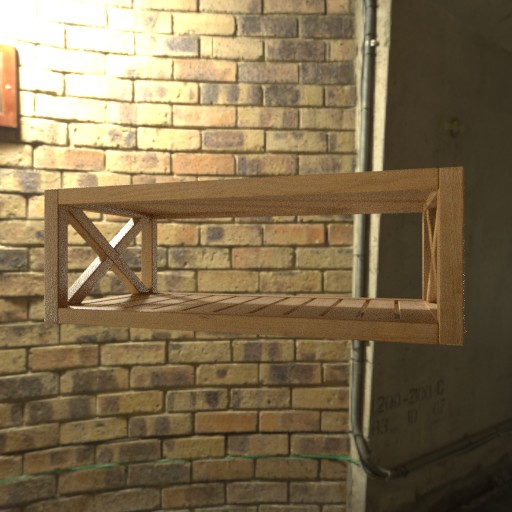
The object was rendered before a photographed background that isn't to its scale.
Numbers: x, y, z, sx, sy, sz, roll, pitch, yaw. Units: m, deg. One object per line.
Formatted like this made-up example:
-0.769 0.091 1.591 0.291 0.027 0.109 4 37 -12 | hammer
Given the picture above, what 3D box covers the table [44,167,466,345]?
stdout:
0.000 0.000 1.632 1.321 0.457 0.660 0 0 17 | table
